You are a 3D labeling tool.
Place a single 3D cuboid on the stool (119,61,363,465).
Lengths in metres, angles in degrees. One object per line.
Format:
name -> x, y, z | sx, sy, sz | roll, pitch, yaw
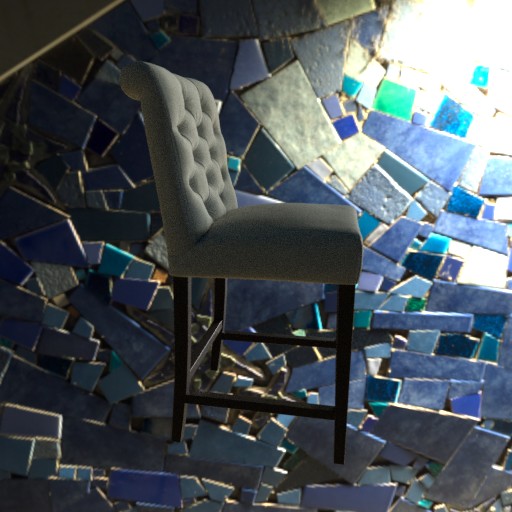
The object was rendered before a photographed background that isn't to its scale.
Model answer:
stool -> 0.000, 0.000, 1.335 | 0.601, 1.040, 0.493 | 3, 16, 10
